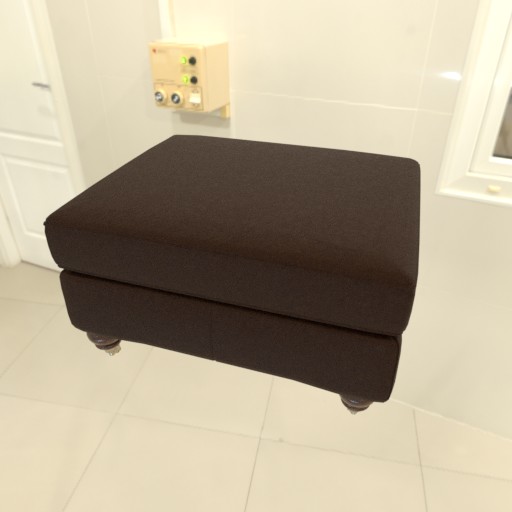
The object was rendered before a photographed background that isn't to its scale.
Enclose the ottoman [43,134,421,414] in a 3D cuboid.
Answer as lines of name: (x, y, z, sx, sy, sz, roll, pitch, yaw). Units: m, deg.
ottoman: (0.000, 0.000, 1.830, 1.187, 0.730, 0.967, 10, 34, 15)
